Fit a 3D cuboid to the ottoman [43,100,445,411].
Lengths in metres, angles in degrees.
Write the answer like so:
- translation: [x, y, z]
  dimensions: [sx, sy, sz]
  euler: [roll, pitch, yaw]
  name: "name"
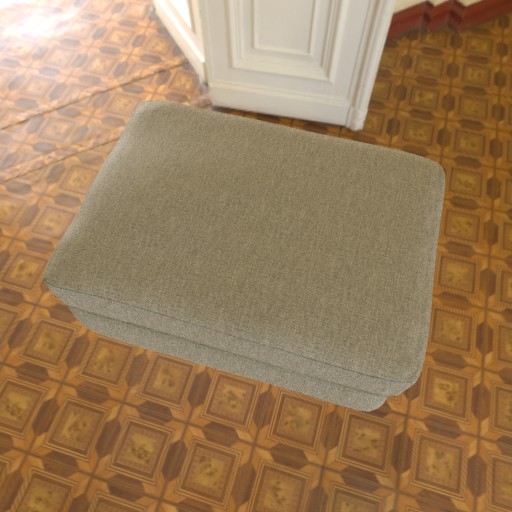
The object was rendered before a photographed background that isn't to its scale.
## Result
- translation: [0.000, 0.000, 1.246]
  dimensions: [0.873, 0.494, 0.639]
  euler: [14, 63, 7]
  name: "ottoman"
